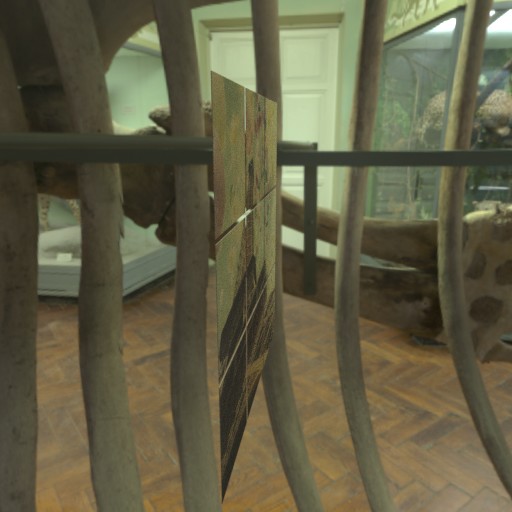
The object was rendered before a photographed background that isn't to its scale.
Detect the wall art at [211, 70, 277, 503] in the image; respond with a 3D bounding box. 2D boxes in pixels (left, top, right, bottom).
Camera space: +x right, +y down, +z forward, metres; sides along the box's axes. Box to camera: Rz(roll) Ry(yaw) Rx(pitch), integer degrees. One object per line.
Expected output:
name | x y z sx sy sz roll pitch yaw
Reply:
wall art | 0.000 0.000 2.172 0.002 1.505 1.517 3 16 9
